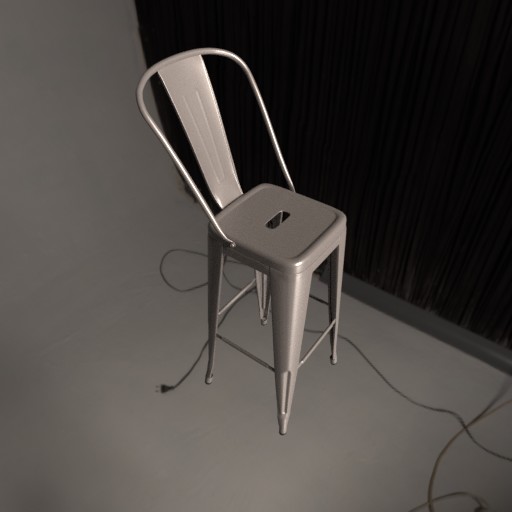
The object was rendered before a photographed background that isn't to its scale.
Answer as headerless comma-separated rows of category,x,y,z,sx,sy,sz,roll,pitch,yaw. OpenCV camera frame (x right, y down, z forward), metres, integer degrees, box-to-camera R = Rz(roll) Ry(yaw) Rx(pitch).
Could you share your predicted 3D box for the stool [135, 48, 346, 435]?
stool,0.000,0.000,1.369,0.513,1.096,0.399,26,47,27
